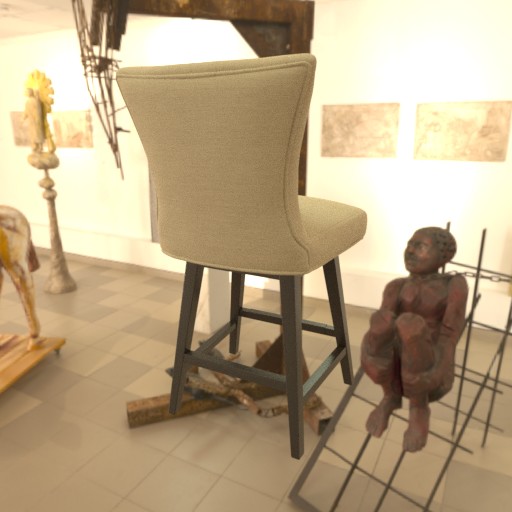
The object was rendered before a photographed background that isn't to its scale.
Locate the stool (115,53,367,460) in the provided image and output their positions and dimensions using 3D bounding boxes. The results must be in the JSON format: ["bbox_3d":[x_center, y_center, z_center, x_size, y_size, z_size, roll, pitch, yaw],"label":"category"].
[{"bbox_3d":[0.000,0.000,1.292,0.514,1.000,0.574,8,18,26],"label":"stool"}]
